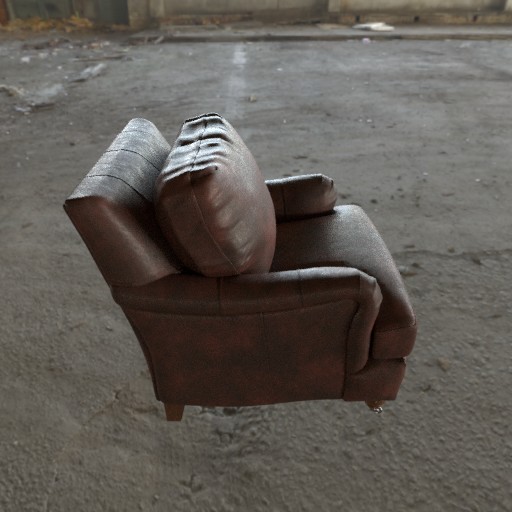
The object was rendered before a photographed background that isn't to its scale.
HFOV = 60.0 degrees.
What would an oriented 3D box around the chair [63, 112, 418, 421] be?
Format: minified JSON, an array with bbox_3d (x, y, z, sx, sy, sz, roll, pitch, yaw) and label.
[{"bbox_3d":[0.000,0.000,1.901,1.156,1.051,0.987,-1,32,-1],"label":"chair"}]
